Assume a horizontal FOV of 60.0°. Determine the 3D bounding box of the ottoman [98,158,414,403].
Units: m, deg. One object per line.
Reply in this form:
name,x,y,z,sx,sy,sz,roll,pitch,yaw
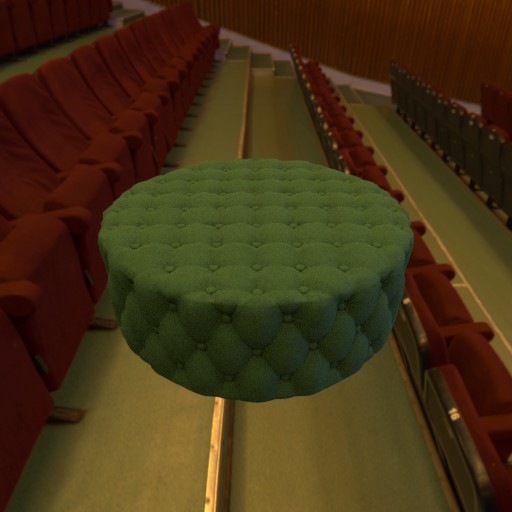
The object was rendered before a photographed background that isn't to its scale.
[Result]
ottoman,0.000,0.000,1.532,0.998,0.399,0.998,0,33,0
